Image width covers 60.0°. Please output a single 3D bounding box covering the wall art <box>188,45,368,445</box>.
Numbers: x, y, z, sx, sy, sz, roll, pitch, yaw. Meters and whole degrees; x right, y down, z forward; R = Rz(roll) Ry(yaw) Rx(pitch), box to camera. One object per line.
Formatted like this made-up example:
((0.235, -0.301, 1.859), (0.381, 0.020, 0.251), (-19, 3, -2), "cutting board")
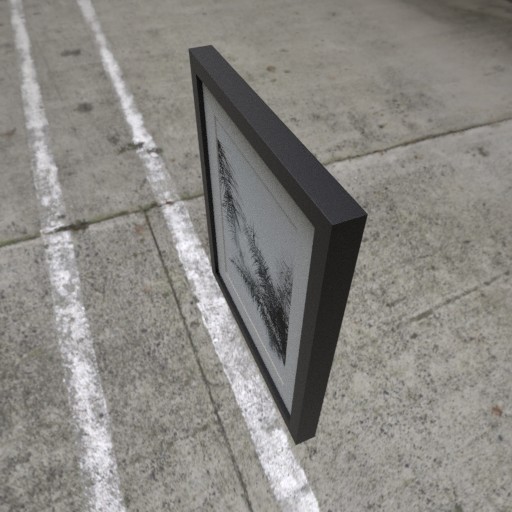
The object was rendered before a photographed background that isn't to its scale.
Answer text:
((0.000, 0.000, 0.541), (0.028, 0.380, 0.325), (-17, 48, -16), "wall art")
